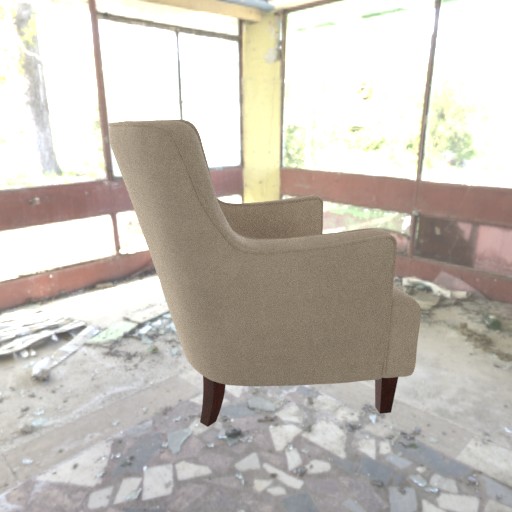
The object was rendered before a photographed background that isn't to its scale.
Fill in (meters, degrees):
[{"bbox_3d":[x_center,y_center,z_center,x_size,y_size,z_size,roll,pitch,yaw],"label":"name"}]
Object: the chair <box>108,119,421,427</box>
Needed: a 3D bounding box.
[{"bbox_3d":[0.000,0.000,1.570,0.910,0.920,0.781,-3,17,-9],"label":"chair"}]
